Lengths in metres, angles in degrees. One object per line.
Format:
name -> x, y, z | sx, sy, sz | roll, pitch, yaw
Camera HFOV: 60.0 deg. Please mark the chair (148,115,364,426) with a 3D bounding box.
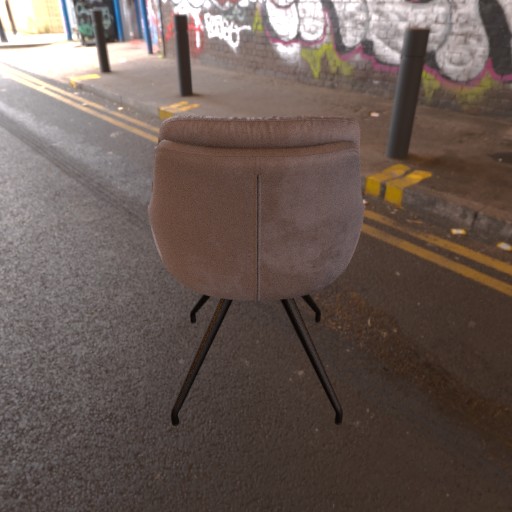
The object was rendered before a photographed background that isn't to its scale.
chair -> 0.000, 0.000, 1.261 | 0.579, 0.888, 0.569 | 0, 31, 0
